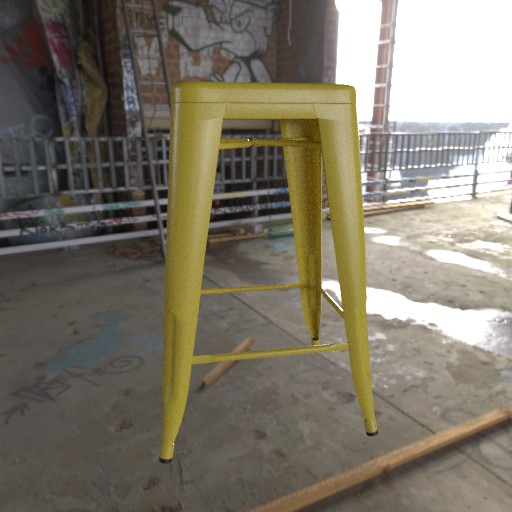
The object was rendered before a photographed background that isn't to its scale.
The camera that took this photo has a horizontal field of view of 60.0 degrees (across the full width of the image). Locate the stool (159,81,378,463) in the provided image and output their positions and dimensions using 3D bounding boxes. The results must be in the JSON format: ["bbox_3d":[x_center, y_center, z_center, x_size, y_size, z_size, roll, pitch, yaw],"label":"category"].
[{"bbox_3d":[0.000,0.000,0.858,0.399,0.609,0.359,-3,17,-10],"label":"stool"}]
